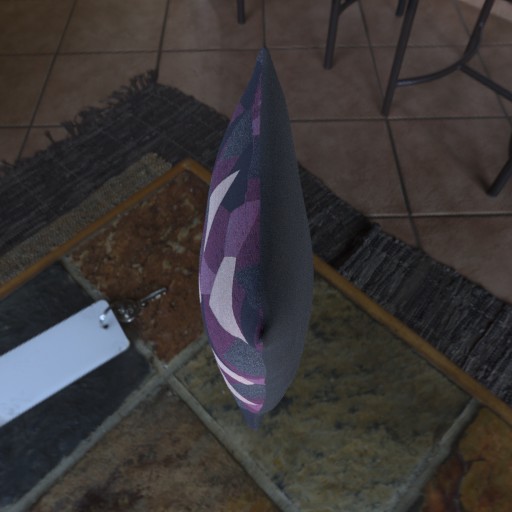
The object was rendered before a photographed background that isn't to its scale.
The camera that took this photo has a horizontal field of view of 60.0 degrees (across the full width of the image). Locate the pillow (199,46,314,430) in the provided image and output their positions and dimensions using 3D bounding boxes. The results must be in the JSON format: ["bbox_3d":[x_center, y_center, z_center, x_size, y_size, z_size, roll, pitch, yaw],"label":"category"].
[{"bbox_3d":[0.000,0.000,0.785,0.208,0.496,0.503,1,59,1],"label":"pillow"}]
